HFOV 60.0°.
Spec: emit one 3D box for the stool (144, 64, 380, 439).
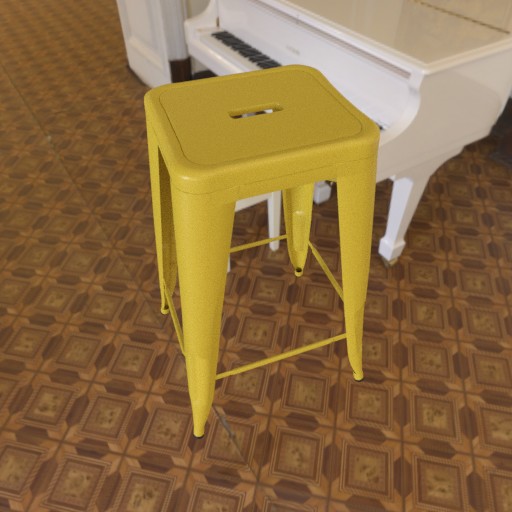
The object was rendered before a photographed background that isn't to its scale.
[{"bbox_3d":[0.000,0.000,0.855,0.399,0.609,0.359,-15,48,-14],"label":"stool"}]
